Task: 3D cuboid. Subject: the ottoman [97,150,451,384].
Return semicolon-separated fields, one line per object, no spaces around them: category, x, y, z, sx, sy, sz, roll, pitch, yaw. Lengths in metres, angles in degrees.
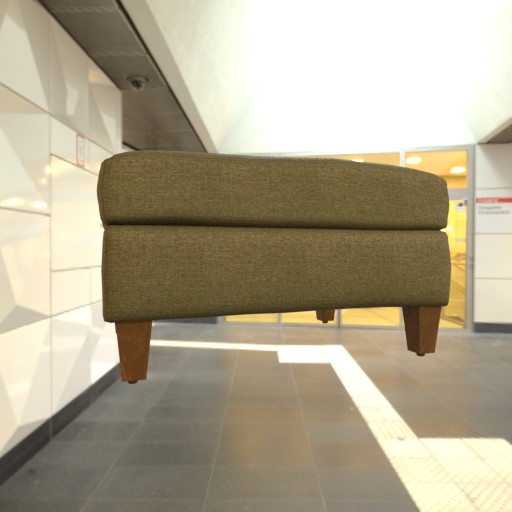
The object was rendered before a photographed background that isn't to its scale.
ottoman;0.000;0.000;1.235;0.826;0.496;0.639;0;1;-19
